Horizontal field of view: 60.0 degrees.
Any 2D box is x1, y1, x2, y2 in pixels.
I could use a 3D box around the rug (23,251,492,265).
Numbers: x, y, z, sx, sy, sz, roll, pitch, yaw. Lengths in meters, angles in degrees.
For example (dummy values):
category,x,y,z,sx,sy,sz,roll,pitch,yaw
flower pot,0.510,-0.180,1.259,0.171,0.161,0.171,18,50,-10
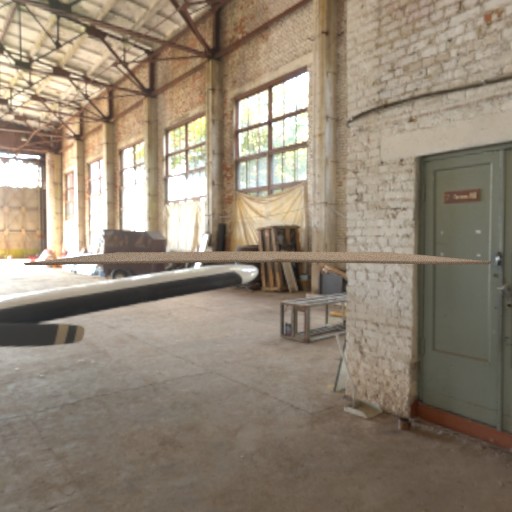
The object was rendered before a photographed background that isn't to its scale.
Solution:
category,x,y,z,sx,sy,sz,roll,pitch,yaw
rug,0.000,0.000,3.702,2.869,0.038,2.032,0,2,-1
